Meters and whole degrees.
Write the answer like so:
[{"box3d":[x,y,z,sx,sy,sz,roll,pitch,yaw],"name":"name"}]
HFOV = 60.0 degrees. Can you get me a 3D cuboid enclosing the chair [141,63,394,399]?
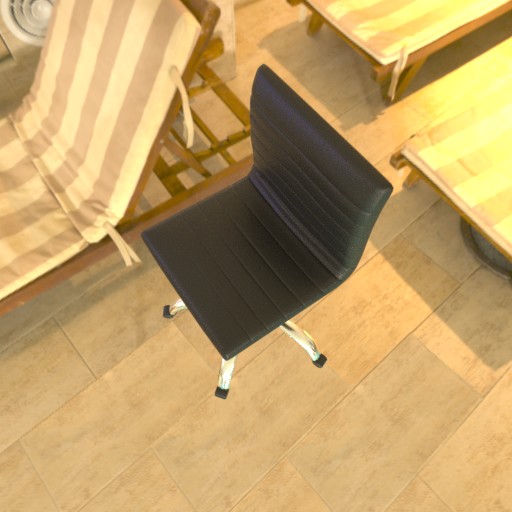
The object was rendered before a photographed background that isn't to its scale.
[{"box3d":[0.000,0.000,1.137,0.530,0.780,0.556,-32,67,-16],"name":"chair"}]
